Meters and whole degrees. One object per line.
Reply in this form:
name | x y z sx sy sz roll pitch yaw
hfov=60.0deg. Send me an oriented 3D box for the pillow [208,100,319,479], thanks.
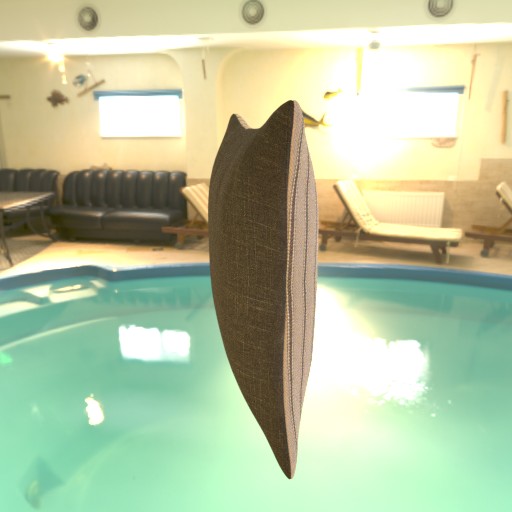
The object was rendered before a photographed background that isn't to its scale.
pillow | 0.000 0.000 0.696 0.138 0.444 0.468 -3 16 -9
